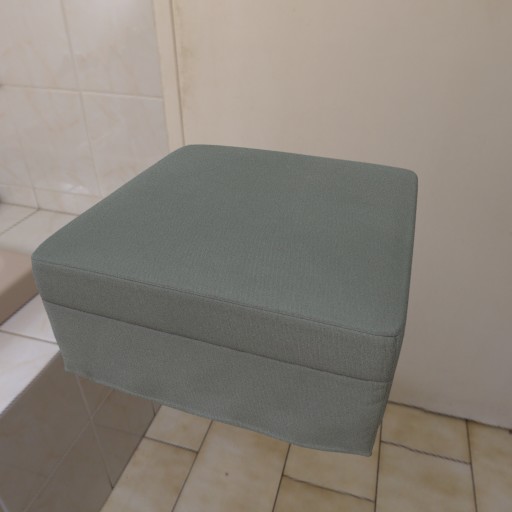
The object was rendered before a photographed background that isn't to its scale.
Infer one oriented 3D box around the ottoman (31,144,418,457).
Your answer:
[{"bbox_3d":[0.000,0.000,1.295,0.842,0.441,0.843,10,34,16],"label":"ottoman"}]
